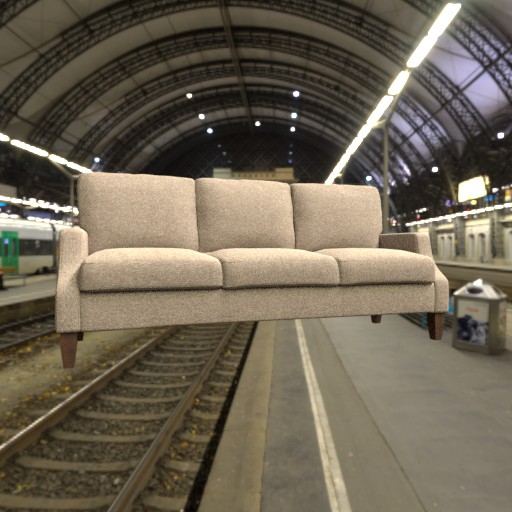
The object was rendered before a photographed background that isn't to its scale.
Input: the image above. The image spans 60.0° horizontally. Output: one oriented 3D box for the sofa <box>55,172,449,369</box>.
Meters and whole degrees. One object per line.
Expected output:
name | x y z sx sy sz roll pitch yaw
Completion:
sofa | 0.000 0.000 2.643 2.115 0.984 0.888 0 1 -18
